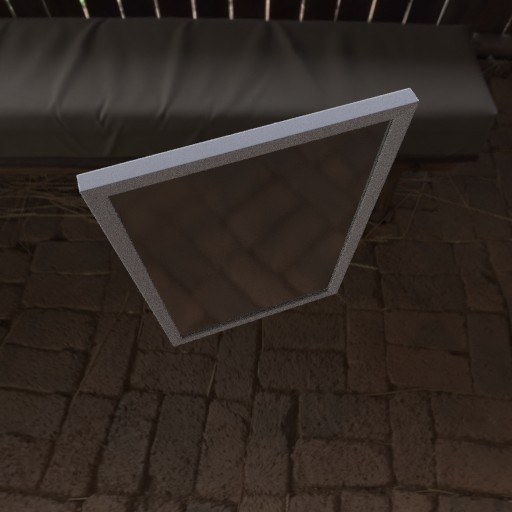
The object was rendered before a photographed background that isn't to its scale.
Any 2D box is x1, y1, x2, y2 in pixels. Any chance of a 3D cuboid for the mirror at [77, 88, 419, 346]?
[{"bbox_3d":[0.000,0.000,1.170,0.609,0.914,0.041,-17,64,-8],"label":"mirror"}]
